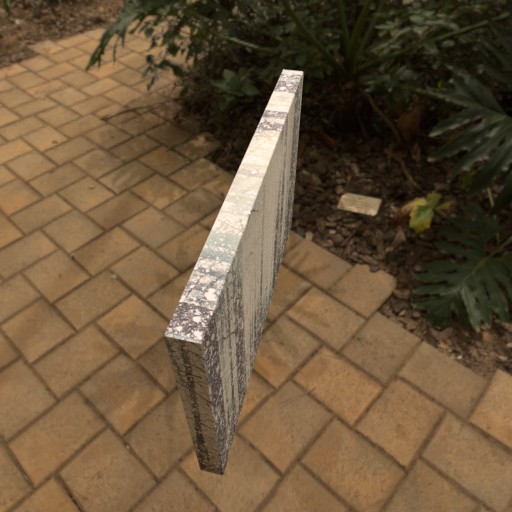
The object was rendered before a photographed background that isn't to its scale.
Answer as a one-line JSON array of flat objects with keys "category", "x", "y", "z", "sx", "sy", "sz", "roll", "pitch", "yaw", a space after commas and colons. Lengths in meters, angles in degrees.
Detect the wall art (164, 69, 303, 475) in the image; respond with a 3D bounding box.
[{"category": "wall art", "x": 0.000, "y": 0.000, "z": 0.785, "sx": 0.042, "sy": 0.398, "sz": 0.618, "roll": 10, "pitch": 48, "yaw": 9}]
